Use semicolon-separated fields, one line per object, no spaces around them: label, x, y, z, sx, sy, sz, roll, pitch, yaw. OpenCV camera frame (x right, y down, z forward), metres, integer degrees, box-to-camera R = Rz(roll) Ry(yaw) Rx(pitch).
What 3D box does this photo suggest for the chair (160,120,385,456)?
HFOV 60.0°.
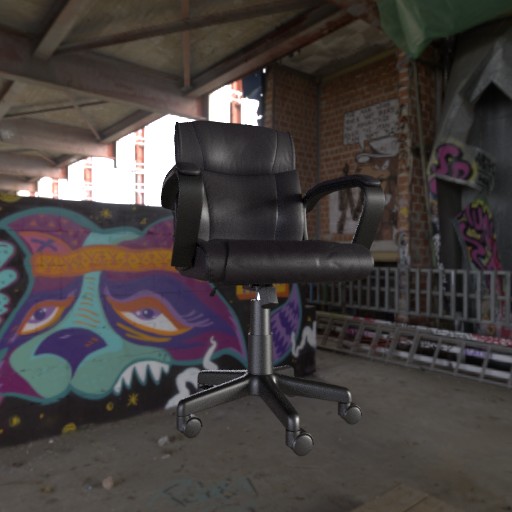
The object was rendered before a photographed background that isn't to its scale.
chair;0.000;0.000;1.397;0.576;0.998;0.641;0;0;-19
